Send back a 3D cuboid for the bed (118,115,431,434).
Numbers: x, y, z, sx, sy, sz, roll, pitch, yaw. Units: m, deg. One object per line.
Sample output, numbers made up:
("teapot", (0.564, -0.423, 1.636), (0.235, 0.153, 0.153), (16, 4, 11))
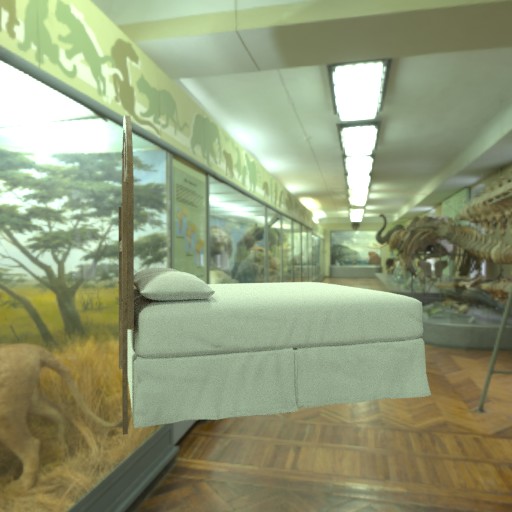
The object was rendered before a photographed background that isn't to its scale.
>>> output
("bed", (0.000, 0.000, 3.592), (2.112, 2.002, 1.713), (0, 1, -18))
